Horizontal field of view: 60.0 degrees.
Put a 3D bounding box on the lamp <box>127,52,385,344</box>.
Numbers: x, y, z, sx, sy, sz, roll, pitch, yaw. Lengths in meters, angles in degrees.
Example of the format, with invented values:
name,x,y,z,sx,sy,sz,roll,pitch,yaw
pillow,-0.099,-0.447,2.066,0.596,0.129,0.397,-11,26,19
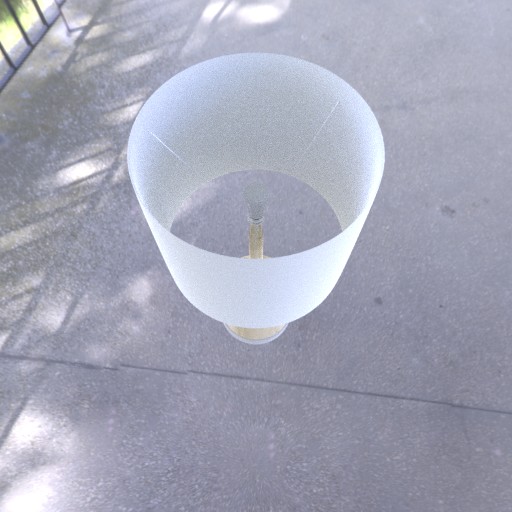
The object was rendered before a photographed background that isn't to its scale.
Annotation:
name,x,y,z,sx,sy,sz,roll,pitch,yaw
lamp,0.000,0.000,0.605,0.229,0.470,0.229,17,66,8
